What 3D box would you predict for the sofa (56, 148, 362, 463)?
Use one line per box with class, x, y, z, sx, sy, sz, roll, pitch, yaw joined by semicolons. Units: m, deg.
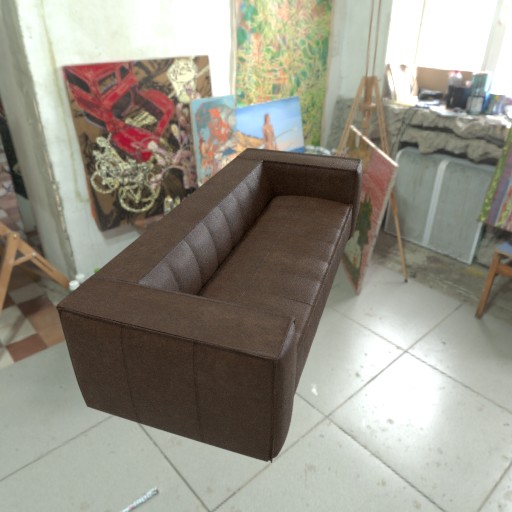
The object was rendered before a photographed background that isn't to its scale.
sofa;0.000;0.000;3.024;1.102;0.701;2.581;10;32;16
